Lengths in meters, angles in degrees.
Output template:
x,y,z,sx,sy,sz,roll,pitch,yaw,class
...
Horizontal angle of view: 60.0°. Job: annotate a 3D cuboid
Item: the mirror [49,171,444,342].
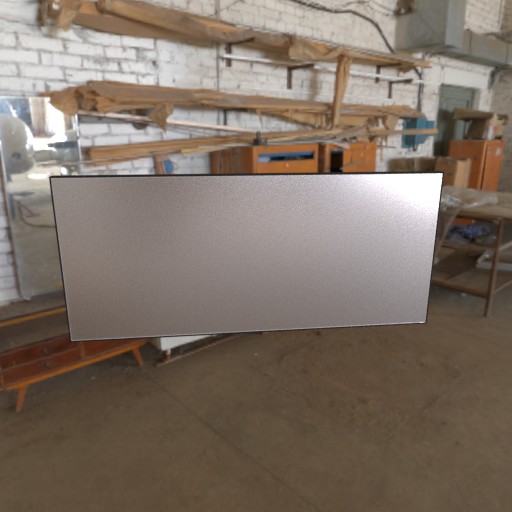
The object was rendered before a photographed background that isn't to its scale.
x,y,z,sx,sy,sz,roll,pitch,yaw,class
0.000,0.000,1.883,1.584,0.692,0.047,-2,16,-7,mirror
